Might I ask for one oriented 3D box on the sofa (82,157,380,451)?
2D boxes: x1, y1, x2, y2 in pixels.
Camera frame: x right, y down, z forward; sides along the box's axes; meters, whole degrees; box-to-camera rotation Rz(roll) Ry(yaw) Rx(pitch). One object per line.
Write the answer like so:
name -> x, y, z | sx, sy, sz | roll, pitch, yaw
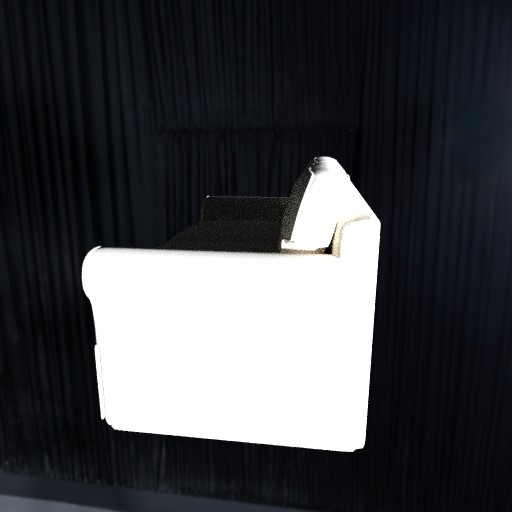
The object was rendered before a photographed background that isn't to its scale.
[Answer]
sofa -> 0.000, 0.000, 2.240 | 0.991, 0.940, 1.727 | 2, 14, 8
